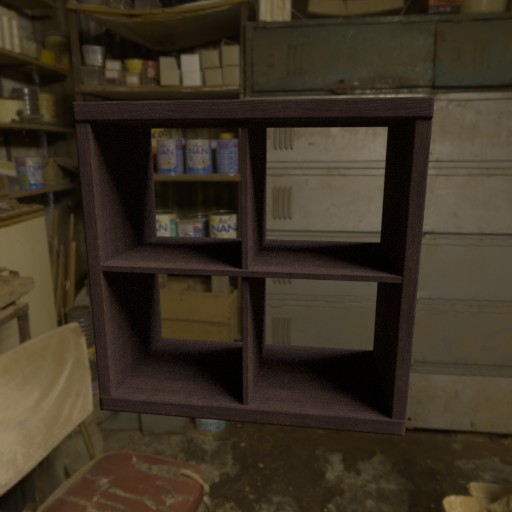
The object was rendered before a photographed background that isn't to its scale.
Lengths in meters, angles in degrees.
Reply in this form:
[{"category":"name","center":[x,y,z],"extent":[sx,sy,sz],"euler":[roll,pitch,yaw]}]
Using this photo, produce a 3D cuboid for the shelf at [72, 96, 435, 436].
[{"category":"shelf","center":[0.000,0.000,1.234],"extent":[0.790,0.786,0.390],"euler":[2,14,8]}]
